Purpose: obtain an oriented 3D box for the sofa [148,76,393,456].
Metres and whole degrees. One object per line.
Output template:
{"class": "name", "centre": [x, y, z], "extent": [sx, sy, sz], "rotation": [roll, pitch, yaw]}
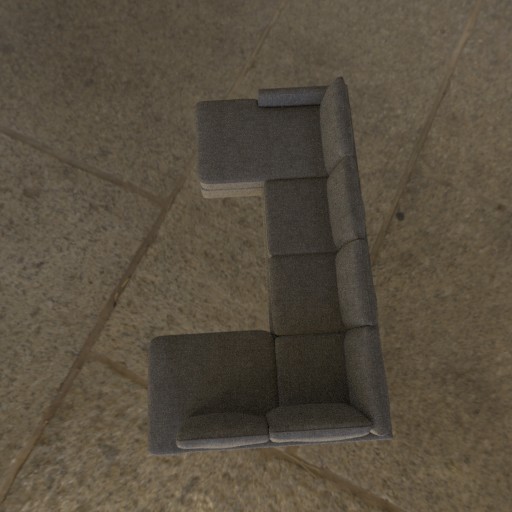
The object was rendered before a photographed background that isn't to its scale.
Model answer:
{"class": "sofa", "centre": [0.000, 0.000, 4.241], "extent": [2.048, 0.999, 3.423], "rotation": [-3, 75, -1]}
